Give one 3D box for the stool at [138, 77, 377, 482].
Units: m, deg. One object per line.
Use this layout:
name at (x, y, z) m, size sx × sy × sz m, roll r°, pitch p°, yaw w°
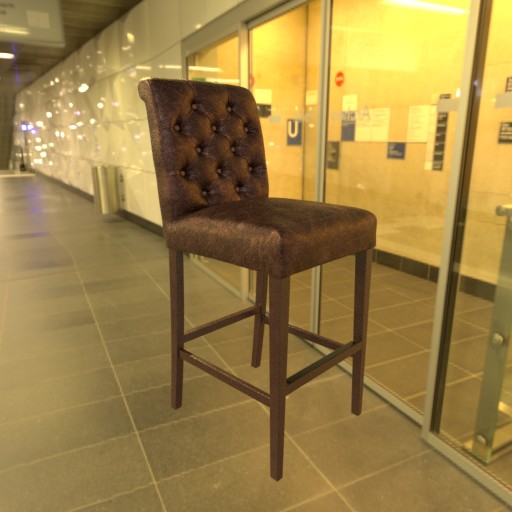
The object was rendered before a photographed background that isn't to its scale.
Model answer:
stool at (0.000, 0.000, 1.521) m, size 0.659 × 1.168 × 0.483 m, roll 14°, pitch 20°, yaw 42°
